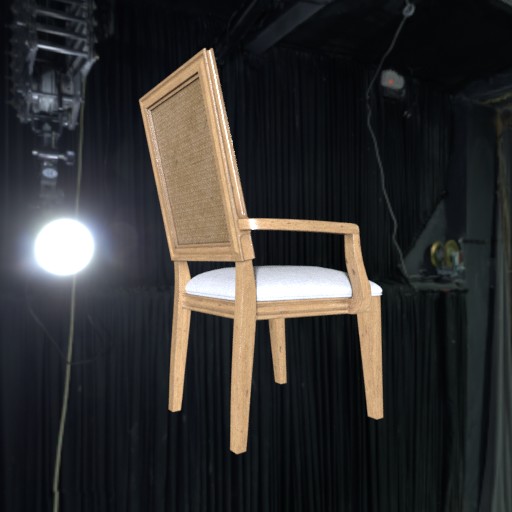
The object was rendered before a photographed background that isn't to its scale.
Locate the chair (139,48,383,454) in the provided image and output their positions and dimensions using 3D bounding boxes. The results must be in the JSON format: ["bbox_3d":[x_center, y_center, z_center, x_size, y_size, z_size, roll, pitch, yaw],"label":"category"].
[{"bbox_3d":[0.000,0.000,1.388,0.602,0.990,0.606,0,0,-36],"label":"chair"}]
